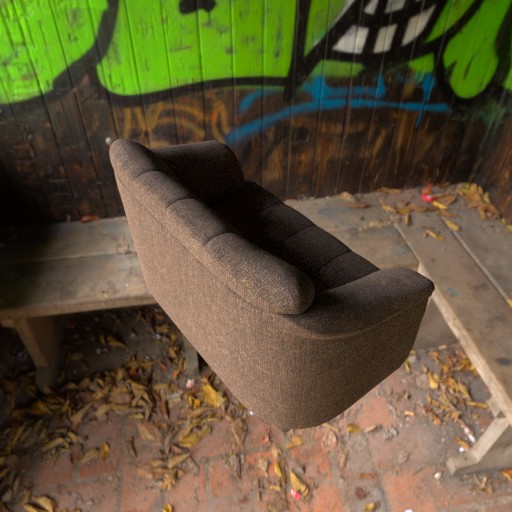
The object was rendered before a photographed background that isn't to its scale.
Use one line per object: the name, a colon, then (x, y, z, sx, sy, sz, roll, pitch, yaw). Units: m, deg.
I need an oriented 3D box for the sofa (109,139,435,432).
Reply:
sofa: (0.000, 0.000, 1.984, 0.799, 0.895, 1.404, -27, 48, -27)
